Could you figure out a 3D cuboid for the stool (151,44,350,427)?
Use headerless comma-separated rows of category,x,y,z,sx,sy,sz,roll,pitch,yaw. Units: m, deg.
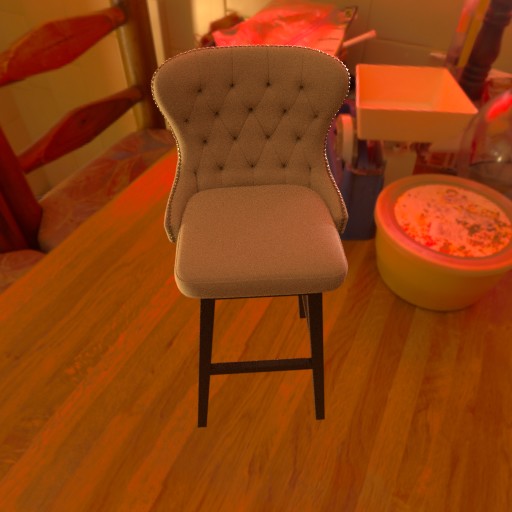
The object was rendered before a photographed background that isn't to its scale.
stool,0.000,0.000,1.387,0.528,1.066,0.605,-3,46,-3
